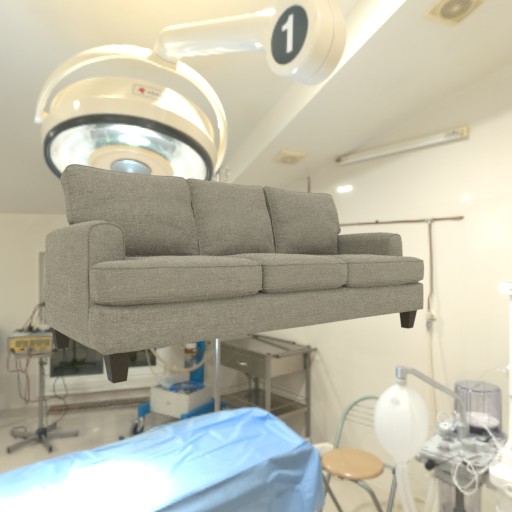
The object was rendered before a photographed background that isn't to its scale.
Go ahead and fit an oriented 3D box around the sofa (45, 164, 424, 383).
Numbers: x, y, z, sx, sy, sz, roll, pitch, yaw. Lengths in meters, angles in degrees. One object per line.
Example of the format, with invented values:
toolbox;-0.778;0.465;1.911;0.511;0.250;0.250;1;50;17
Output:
sofa;0.000;0.000;2.648;2.158;0.965;0.951;-1;1;-38
